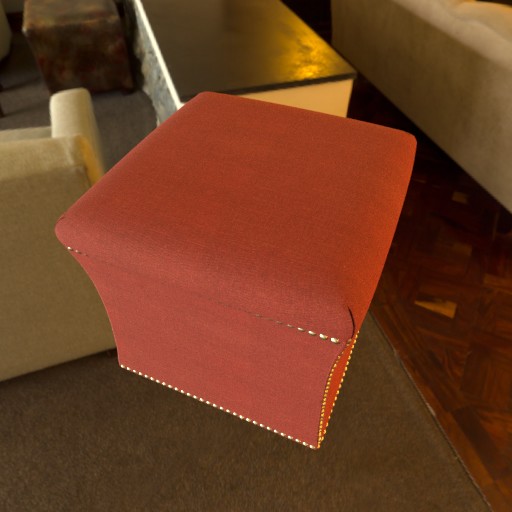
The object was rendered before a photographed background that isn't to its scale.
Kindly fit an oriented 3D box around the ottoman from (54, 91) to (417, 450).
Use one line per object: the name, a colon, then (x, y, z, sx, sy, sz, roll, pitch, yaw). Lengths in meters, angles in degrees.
ottoman: (0.000, 0.000, 0.911, 0.497, 0.475, 0.507, 17, 48, 16)
